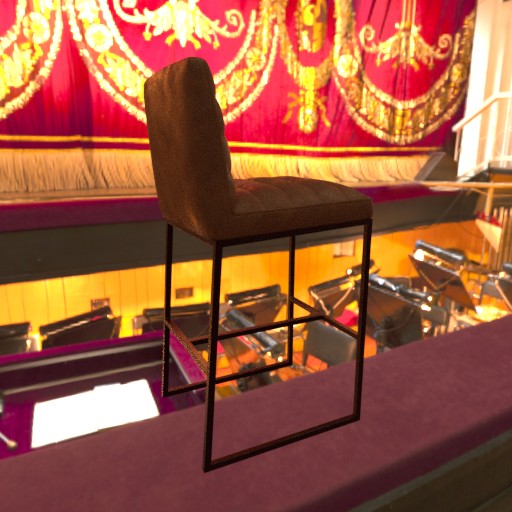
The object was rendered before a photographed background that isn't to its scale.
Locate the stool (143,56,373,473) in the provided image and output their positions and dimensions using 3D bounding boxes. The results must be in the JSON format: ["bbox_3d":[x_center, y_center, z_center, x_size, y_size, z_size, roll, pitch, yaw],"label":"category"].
[{"bbox_3d":[0.000,0.000,1.388,0.562,1.065,0.463,-7,15,-26],"label":"stool"}]
